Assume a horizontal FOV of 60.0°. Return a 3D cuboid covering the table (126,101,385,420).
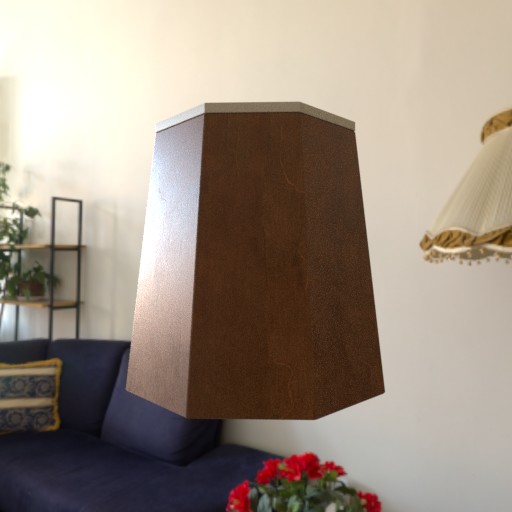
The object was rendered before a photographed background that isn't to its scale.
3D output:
[{"bbox_3d":[0.000,0.000,0.831,0.439,0.457,0.439,0,0,0],"label":"table"}]
